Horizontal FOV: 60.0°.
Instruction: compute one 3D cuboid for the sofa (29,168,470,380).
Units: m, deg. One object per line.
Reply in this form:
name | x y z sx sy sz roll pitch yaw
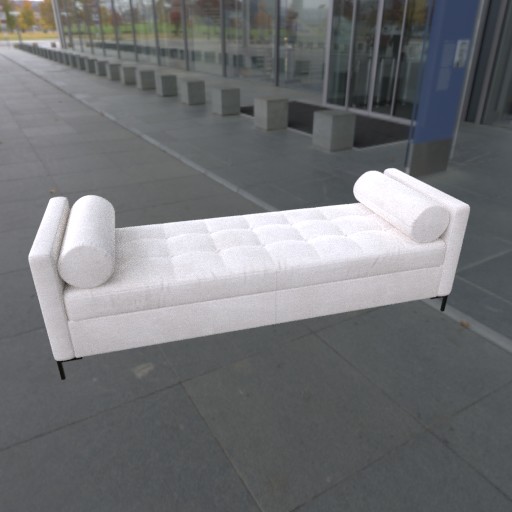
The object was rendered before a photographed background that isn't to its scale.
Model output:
sofa | 0.000 0.000 2.329 1.981 0.635 0.686 -7 28 -14
